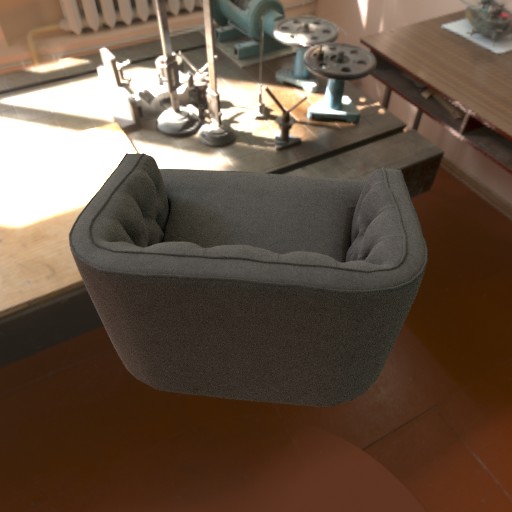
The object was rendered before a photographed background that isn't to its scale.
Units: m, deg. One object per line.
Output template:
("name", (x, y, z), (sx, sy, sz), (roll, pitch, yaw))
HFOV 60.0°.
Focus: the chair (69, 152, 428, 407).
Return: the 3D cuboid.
("chair", (0.000, 0.000, 1.746), (1.104, 0.852, 0.941), (4, 49, 4))
